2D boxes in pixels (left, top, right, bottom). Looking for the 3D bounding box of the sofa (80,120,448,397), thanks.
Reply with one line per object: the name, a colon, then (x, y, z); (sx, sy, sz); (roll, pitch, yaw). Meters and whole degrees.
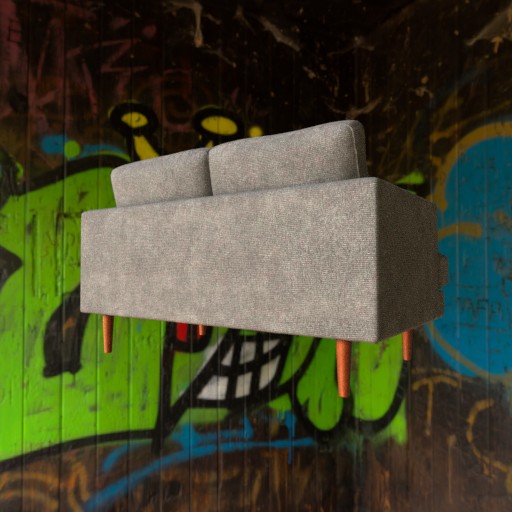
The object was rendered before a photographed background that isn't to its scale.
sofa: (0.000, 0.000, 2.151); (1.582, 0.956, 0.903); (-1, -1, 35)
